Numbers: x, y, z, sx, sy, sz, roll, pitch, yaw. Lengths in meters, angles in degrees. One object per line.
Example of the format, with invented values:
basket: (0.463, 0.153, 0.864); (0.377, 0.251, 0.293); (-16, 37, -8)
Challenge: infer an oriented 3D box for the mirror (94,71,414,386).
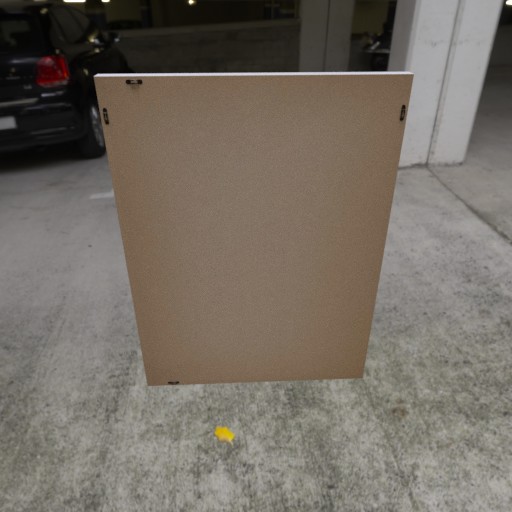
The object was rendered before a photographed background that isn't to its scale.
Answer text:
mirror: (0.000, 0.000, 1.324); (0.762, 1.016, 0.041); (-1, 30, -2)
